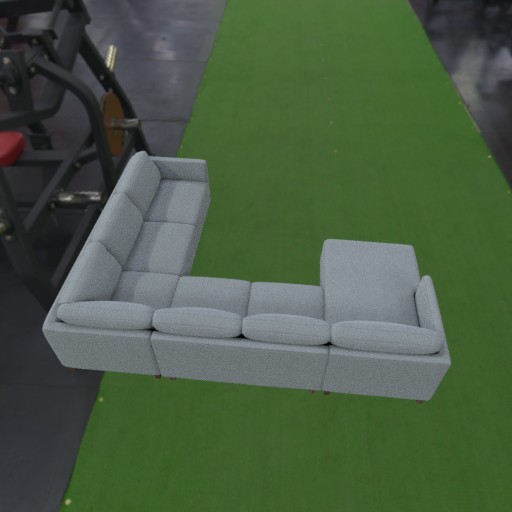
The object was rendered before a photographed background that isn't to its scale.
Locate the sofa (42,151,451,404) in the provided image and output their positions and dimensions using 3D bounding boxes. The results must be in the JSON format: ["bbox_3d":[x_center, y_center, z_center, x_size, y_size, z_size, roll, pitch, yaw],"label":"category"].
[{"bbox_3d":[0.000,0.000,4.481,3.238,0.853,2.551,4,46,4],"label":"sofa"}]
